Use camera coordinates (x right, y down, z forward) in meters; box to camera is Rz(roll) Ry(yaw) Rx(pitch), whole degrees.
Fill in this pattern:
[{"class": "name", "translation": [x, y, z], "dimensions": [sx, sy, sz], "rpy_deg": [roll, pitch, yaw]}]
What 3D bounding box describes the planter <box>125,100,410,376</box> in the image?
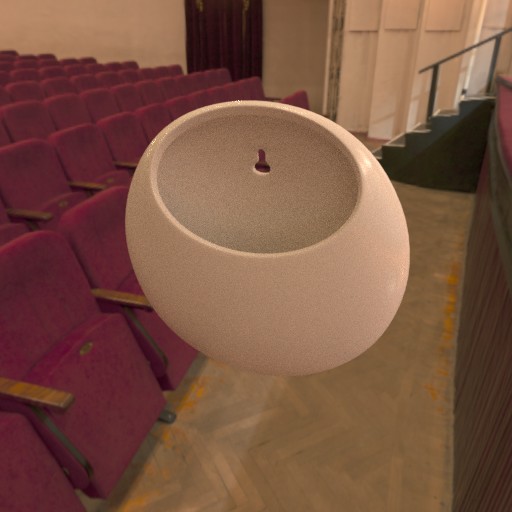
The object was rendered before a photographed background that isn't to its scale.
[{"class": "planter", "translation": [0.000, 0.000, 0.282], "dimensions": [0.185, 0.188, 0.043], "rpy_deg": [7, 27, 15]}]
